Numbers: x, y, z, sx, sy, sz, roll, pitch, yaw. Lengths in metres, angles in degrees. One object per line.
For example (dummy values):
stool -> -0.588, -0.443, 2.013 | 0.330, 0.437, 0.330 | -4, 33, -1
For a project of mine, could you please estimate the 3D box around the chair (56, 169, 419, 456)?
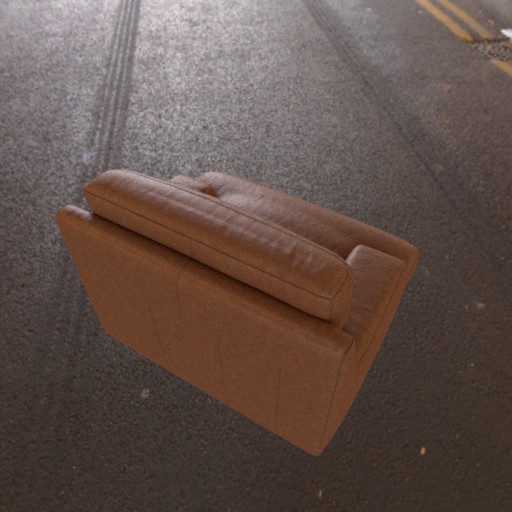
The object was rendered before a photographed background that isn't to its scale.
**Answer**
chair -> 0.000, 0.000, 2.007 | 1.276, 0.978, 1.050 | 24, 51, 21
